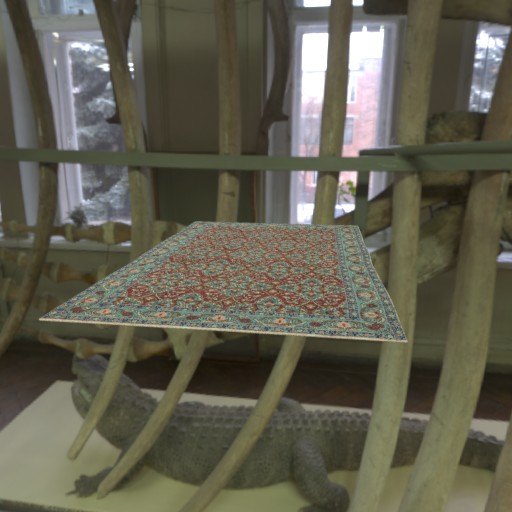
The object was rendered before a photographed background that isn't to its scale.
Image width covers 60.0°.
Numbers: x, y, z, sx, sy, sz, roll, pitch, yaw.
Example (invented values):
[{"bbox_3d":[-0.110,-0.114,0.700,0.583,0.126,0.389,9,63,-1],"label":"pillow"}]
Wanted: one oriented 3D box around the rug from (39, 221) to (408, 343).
[{"bbox_3d":[0.000,0.000,2.958,1.533,0.011,2.439,2,15,8],"label":"rug"}]
